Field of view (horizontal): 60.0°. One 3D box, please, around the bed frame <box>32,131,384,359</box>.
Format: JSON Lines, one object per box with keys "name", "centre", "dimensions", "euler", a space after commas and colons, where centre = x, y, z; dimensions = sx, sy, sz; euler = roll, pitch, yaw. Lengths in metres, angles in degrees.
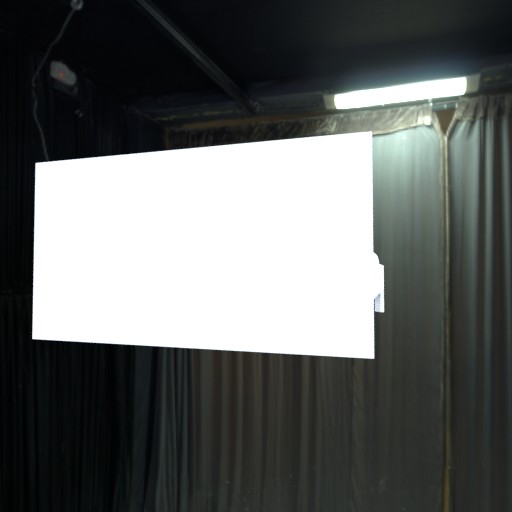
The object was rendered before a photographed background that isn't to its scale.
{"name": "bed frame", "centre": [0.000, 0.000, 2.713], "dimensions": [1.490, 0.800, 1.950], "euler": [-1, -2, 18]}
